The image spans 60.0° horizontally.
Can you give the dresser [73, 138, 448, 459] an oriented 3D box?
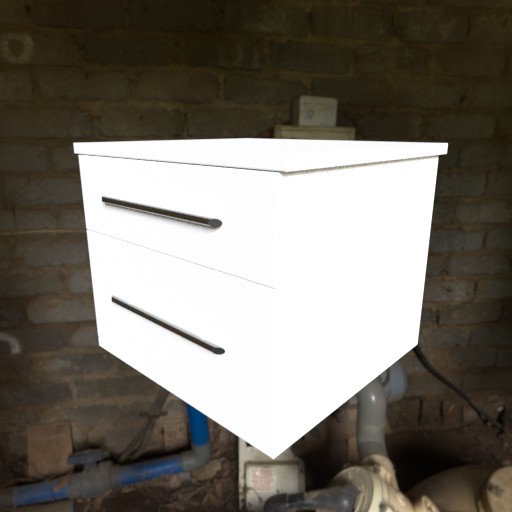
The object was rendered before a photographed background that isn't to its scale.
[{"bbox_3d":[0.000,0.000,0.729,0.430,0.360,0.400,15,22,41],"label":"dresser"}]
